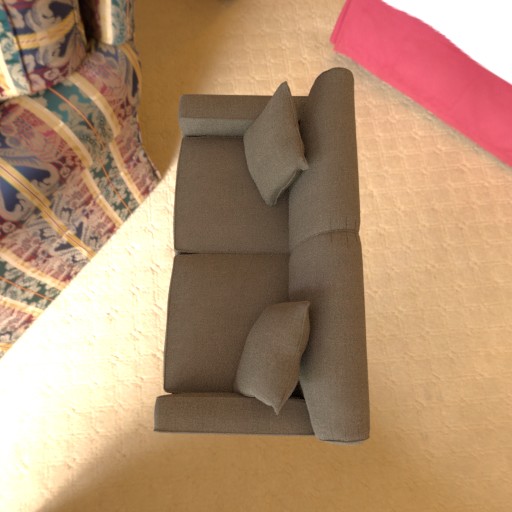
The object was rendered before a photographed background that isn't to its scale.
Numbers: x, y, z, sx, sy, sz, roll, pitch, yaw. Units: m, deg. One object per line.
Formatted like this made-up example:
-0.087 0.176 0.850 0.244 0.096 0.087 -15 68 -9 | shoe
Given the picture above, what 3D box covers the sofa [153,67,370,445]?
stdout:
0.000 0.000 2.463 1.000 0.958 1.846 1 74 0 | sofa
